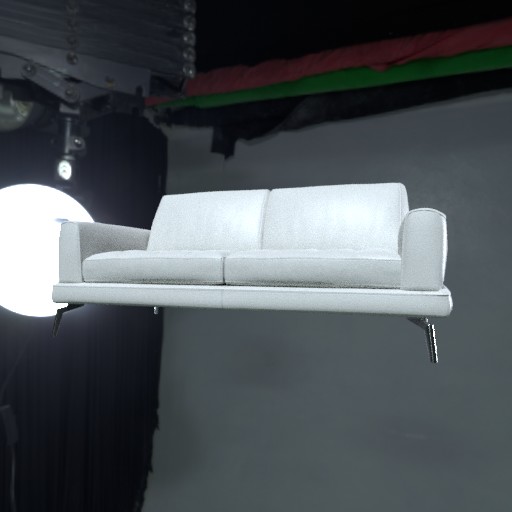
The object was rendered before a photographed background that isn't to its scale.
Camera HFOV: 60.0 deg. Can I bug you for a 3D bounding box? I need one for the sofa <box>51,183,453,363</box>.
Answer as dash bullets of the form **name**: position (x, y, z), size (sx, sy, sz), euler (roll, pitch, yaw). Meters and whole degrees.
- **sofa**: position (0.000, 0.000, 2.725), size (2.177, 0.930, 1.121), euler (0, -1, 19)
